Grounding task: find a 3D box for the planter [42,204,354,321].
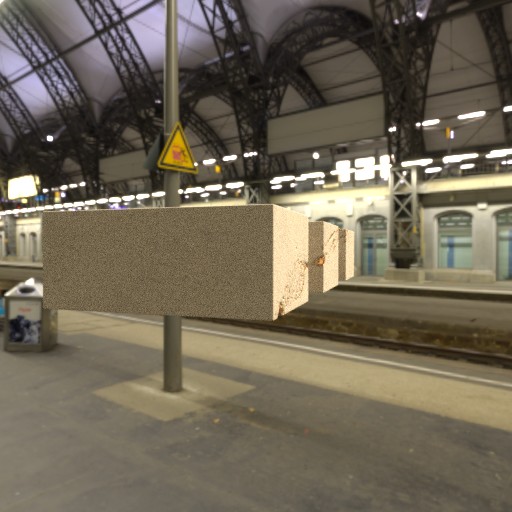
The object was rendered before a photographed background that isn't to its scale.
[{"bbox_3d":[0.000,0.000,0.372,0.127,0.051,0.333,0,1,18],"label":"planter"}]
